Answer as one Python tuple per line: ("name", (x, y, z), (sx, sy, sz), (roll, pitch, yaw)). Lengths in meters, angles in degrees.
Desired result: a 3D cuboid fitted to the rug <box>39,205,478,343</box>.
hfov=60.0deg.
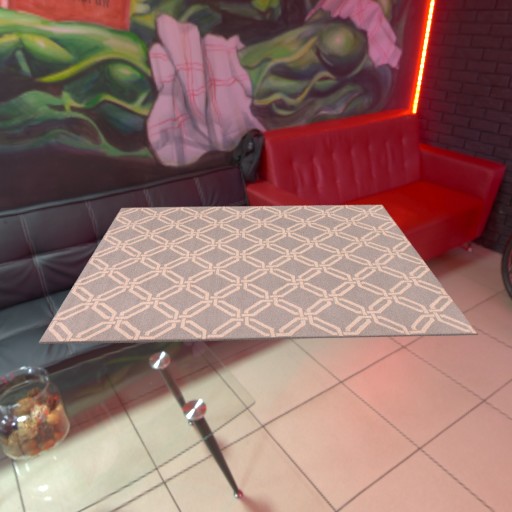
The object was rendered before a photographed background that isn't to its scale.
("rug", (0.000, 0.000, 3.919), (2.895, 0.018, 2.288), (-1, 29, -2))
